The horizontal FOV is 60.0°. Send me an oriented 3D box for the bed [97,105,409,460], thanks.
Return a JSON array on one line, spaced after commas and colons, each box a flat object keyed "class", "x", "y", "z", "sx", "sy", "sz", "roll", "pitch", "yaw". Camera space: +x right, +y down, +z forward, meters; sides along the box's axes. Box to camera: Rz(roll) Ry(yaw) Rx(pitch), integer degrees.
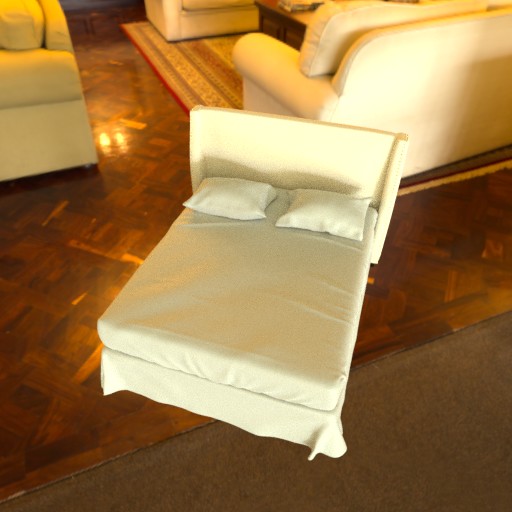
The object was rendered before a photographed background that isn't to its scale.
[{"class": "bed", "x": 0.000, "y": 0.000, "z": 3.470, "sx": 1.925, "sy": 1.332, "sz": 2.276, "roll": 12, "pitch": 43, "yaw": 13}]
